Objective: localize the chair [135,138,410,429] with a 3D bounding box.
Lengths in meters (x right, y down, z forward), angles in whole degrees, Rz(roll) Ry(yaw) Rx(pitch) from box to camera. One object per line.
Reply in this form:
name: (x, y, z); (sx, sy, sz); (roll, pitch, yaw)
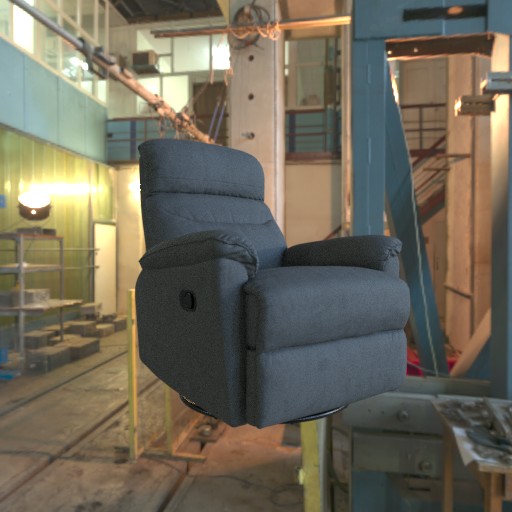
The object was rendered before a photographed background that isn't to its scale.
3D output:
chair: (0.000, 0.000, 1.731); (0.820, 1.037, 1.004); (-1, 1, -36)
